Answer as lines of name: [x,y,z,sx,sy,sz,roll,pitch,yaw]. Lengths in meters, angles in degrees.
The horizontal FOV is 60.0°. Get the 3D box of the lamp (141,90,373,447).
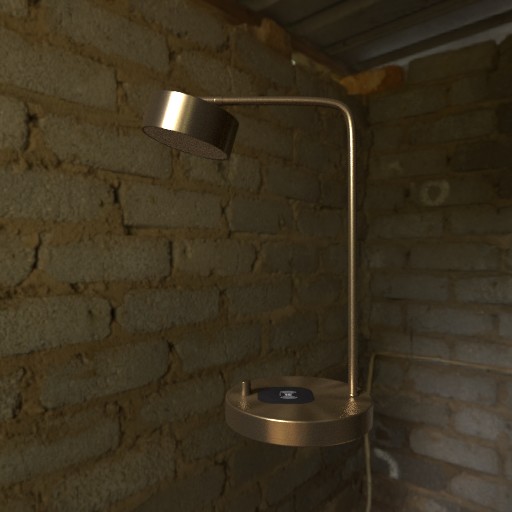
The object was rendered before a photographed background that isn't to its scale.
lamp: [0.000,0.000,0.525,0.270,0.380,0.171,0,0,1]
